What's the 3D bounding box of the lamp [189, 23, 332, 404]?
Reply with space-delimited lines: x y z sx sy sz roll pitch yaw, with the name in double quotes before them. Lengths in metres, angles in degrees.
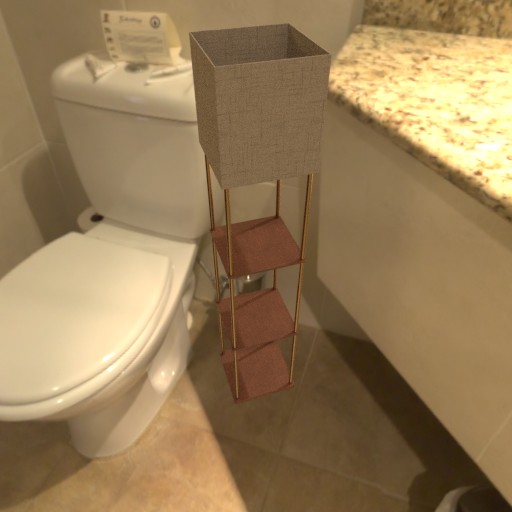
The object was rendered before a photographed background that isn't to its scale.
"lamp" 0.000 0.000 1.735 0.310 1.569 0.308 -12 43 -13
